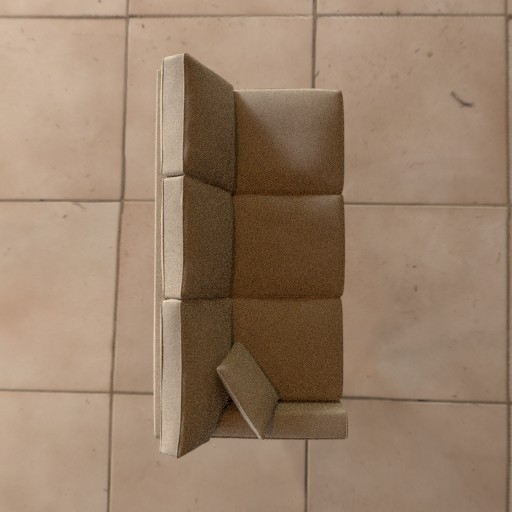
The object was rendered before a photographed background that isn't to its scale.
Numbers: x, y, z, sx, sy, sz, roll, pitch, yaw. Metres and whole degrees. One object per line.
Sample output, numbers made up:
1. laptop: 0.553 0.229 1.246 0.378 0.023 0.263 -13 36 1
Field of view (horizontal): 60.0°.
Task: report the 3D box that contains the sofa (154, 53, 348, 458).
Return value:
1. sofa: 0.000 0.000 2.550 1.034 0.946 1.962 0 88 2
